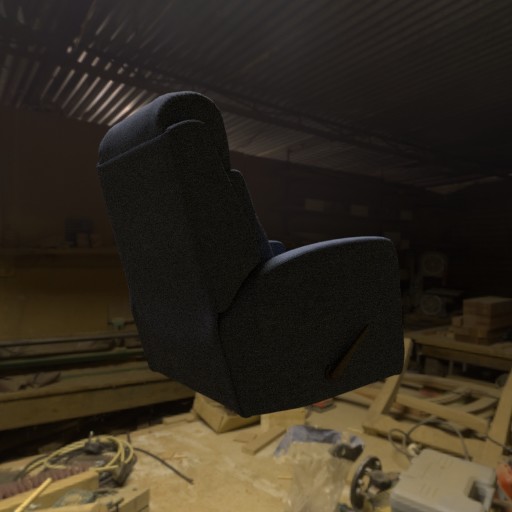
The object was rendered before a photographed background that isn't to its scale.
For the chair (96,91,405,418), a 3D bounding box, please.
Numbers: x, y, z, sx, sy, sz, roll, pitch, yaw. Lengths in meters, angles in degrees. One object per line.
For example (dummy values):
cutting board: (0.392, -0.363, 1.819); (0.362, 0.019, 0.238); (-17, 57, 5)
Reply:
chair: (0.000, 0.000, 1.734); (1.043, 1.013, 0.798); (0, 0, -37)
